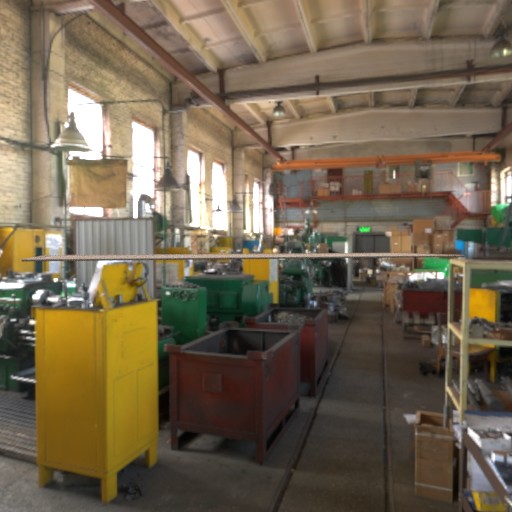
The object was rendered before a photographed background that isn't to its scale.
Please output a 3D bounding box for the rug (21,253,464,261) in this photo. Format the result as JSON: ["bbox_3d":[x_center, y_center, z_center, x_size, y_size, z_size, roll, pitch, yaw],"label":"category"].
[{"bbox_3d":[0.000,0.000,2.704,2.448,0.012,0.769,0,2,-18],"label":"rug"}]
